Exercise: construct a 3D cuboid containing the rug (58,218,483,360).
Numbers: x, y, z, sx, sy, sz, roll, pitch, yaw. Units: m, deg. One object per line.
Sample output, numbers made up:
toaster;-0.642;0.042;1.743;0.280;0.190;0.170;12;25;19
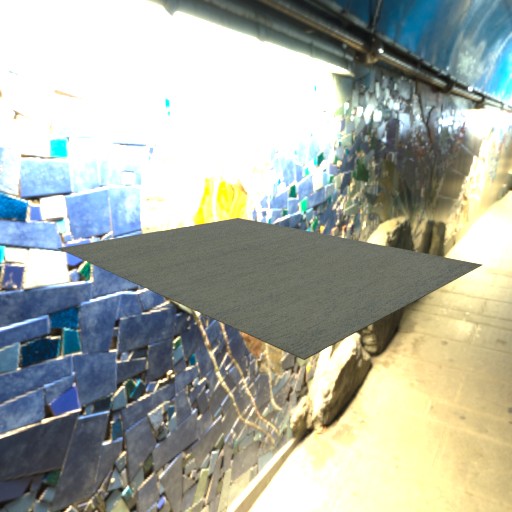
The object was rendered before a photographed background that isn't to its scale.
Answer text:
rug;0.000;0.000;4.163;2.438;0.006;3.197;-14;21;-42
